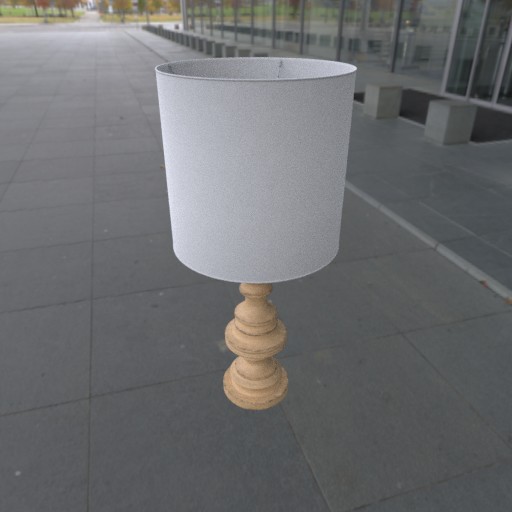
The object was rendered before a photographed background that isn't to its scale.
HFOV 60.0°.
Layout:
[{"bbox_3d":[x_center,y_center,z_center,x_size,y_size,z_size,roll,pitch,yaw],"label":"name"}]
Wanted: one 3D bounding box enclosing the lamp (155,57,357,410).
[{"bbox_3d":[0.000,0.000,0.576,0.208,0.455,0.208,-1,29,-2],"label":"lamp"}]
